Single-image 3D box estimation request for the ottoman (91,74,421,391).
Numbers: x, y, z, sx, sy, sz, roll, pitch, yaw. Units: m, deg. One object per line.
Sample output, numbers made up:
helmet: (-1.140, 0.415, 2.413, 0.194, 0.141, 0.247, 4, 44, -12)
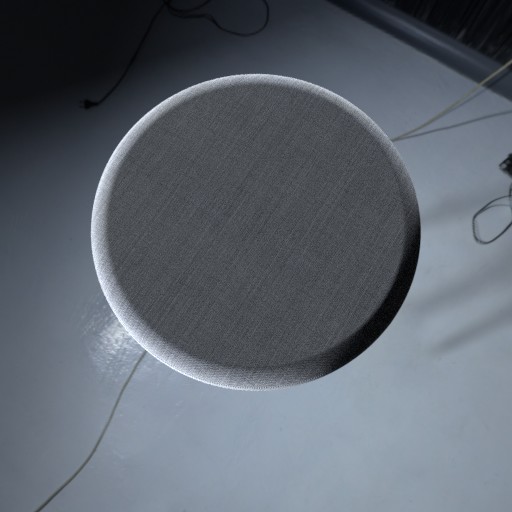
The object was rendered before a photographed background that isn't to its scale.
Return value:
ottoman: (0.000, 0.000, 0.717, 0.400, 0.406, 0.400, 0, 76, 0)
